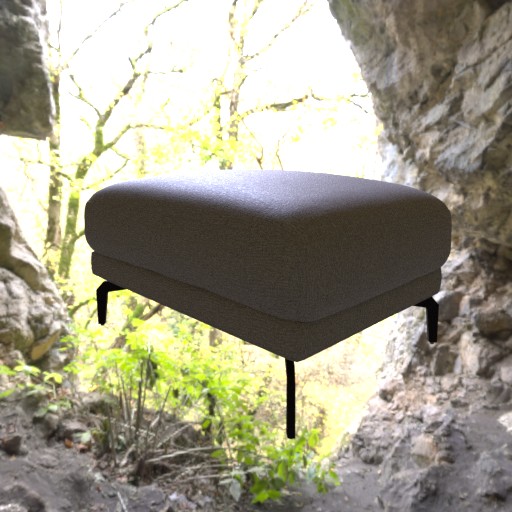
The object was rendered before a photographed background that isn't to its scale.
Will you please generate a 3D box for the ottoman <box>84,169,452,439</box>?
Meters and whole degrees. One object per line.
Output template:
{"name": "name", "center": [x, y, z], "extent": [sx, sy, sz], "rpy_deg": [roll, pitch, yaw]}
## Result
{"name": "ottoman", "center": [0.000, 0.000, 1.100], "extent": [0.568, 0.420, 0.772], "rpy_deg": [-13, 18, -43]}
